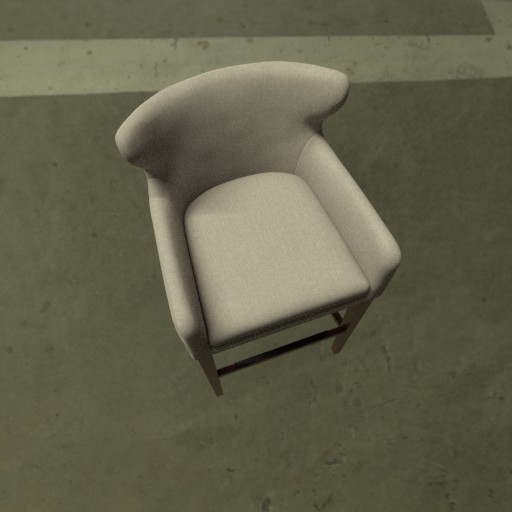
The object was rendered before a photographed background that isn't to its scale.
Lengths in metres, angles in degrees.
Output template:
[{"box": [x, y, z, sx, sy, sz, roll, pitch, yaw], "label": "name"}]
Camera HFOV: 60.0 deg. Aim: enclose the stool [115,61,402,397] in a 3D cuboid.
[{"box": [0.000, 0.000, 1.419, 0.575, 1.047, 0.575, -18, 65, -9], "label": "stool"}]
